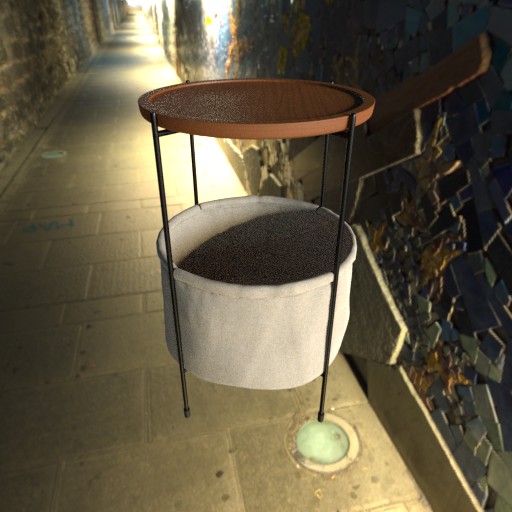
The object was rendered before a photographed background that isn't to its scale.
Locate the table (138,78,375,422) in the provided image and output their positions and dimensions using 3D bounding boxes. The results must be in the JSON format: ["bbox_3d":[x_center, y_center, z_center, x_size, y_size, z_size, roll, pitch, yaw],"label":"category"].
[{"bbox_3d":[0.000,0.000,0.894,0.393,0.623,0.393,1,30,2],"label":"table"}]
